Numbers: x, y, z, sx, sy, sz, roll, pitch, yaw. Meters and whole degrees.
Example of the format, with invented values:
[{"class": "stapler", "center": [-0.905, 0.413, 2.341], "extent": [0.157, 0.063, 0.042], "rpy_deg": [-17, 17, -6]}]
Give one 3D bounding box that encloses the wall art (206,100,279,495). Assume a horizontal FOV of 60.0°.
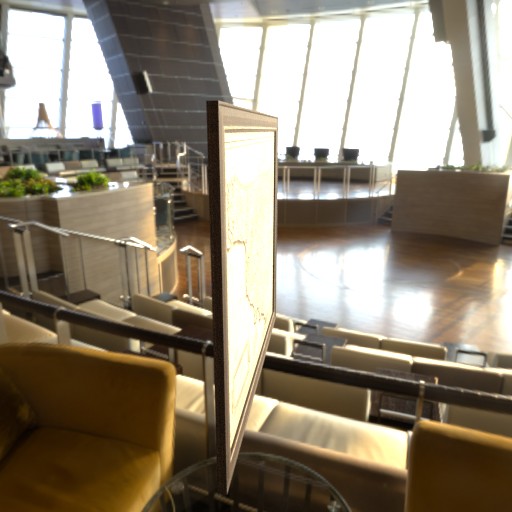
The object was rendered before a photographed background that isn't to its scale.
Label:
[{"class": "wall art", "center": [0.000, 0.000, 1.413], "extent": [0.023, 0.875, 1.033], "rpy_deg": [2, 16, 8]}]
